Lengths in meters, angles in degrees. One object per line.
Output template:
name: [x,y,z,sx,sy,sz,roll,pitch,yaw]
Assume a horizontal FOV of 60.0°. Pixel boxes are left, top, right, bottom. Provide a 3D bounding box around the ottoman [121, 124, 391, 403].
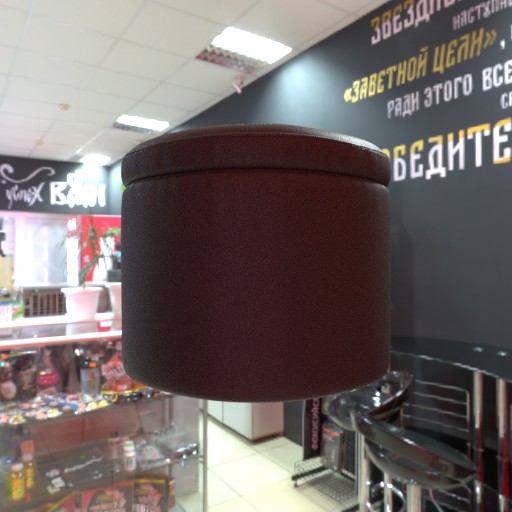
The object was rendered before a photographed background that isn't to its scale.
ottoman: [0.000,0.000,0.857,0.500,0.409,0.500,0,0,0]
